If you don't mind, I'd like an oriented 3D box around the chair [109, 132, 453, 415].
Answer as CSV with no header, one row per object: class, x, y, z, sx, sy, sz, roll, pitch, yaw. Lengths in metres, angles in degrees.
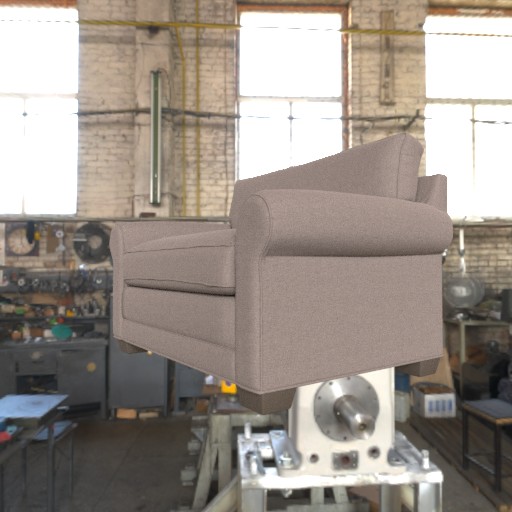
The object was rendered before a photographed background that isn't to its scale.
chair,0.000,0.000,1.971,0.930,0.930,1.390,1,-2,-36
